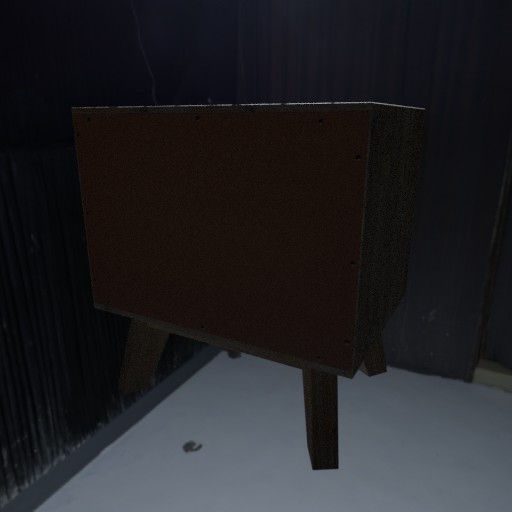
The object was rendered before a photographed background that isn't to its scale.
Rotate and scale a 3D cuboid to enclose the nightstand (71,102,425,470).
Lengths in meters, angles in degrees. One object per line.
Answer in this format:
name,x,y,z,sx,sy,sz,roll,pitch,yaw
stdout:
nightstand,0.000,0.000,0.932,0.552,0.589,0.396,9,19,28
